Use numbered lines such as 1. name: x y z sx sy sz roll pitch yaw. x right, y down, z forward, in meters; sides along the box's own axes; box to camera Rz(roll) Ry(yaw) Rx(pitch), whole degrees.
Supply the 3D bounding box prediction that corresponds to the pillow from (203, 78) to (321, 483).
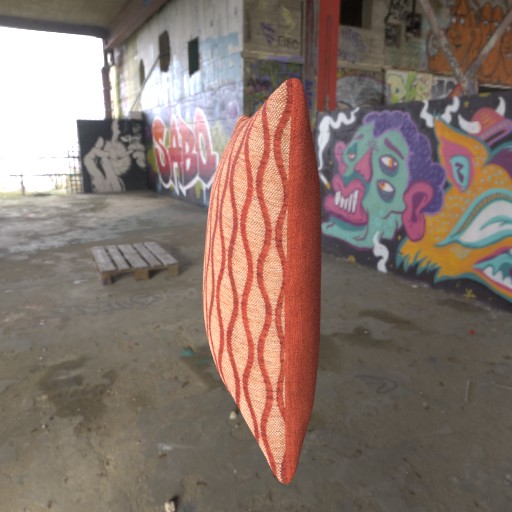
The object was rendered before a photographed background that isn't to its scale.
1. pillow: 0.000 0.000 0.654 0.159 0.434 0.429 -2 14 -9
